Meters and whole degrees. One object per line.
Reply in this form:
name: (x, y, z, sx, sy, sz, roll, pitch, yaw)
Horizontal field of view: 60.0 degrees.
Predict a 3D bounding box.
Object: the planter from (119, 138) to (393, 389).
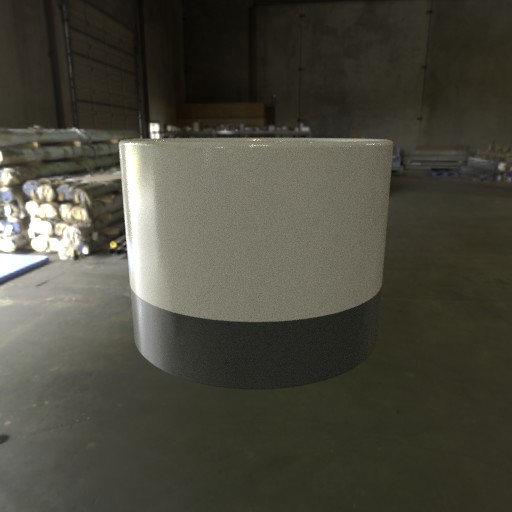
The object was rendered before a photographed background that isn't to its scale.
planter: (0.000, 0.000, 0.348, 0.193, 0.177, 0.193, 0, 16, 0)
